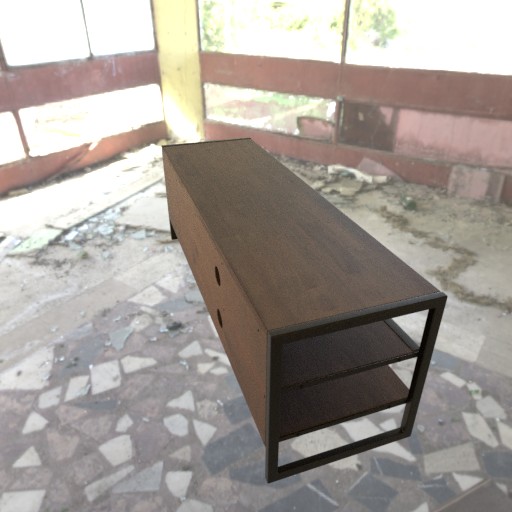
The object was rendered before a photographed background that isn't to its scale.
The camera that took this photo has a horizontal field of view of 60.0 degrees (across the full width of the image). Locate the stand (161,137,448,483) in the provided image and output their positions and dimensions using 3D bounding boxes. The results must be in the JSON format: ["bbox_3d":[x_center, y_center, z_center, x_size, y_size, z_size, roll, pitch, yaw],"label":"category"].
[{"bbox_3d":[0.000,0.000,1.720,0.454,0.506,1.480,-10,32,-17],"label":"stand"}]
